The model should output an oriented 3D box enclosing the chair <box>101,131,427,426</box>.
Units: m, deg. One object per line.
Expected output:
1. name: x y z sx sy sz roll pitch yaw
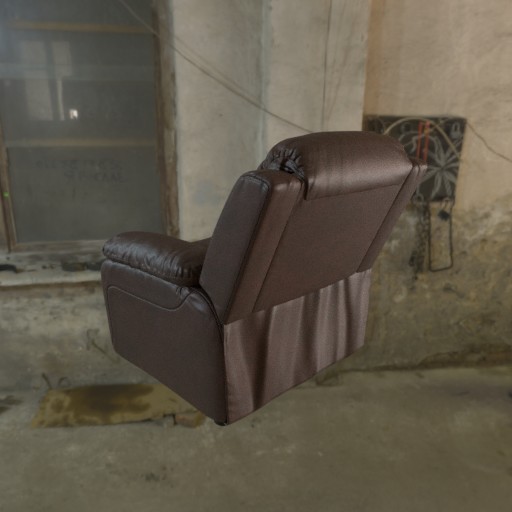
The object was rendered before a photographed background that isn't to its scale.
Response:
1. chair: 0.000 0.000 1.279 0.680 0.702 0.707 -15 23 -41
